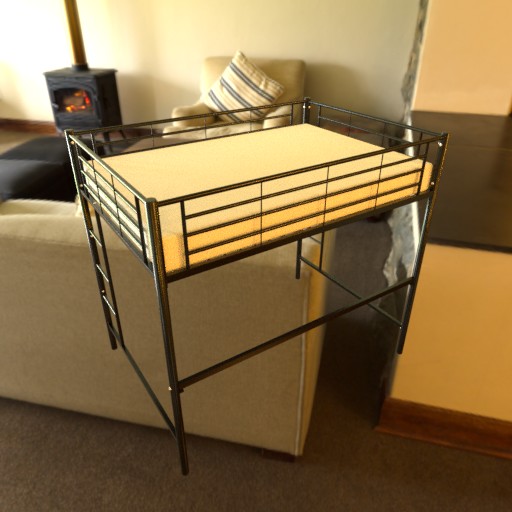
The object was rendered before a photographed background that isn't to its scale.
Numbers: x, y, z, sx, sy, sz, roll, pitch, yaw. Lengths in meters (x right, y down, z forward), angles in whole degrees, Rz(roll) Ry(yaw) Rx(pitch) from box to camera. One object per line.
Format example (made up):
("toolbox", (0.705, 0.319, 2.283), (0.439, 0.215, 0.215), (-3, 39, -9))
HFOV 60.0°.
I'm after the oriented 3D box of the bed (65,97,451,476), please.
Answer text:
("bed", (0.000, 0.000, 3.219), (1.994, 1.803, 1.397), (-18, 35, -29))
